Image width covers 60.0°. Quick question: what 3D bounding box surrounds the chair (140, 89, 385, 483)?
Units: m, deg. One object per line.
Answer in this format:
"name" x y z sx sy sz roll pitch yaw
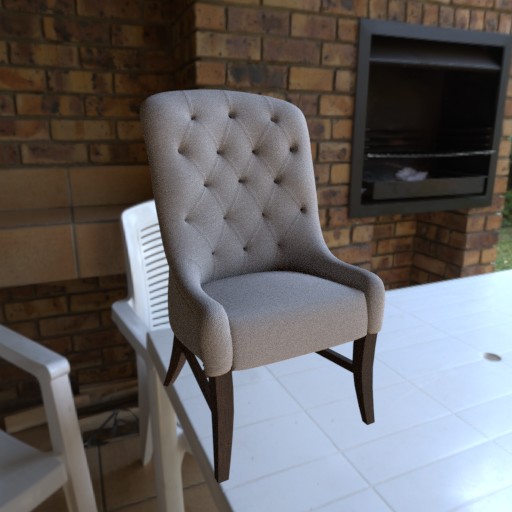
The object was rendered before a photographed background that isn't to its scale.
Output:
"chair" 0.000 0.000 1.485 0.634 1.091 0.629 -8 17 -27
